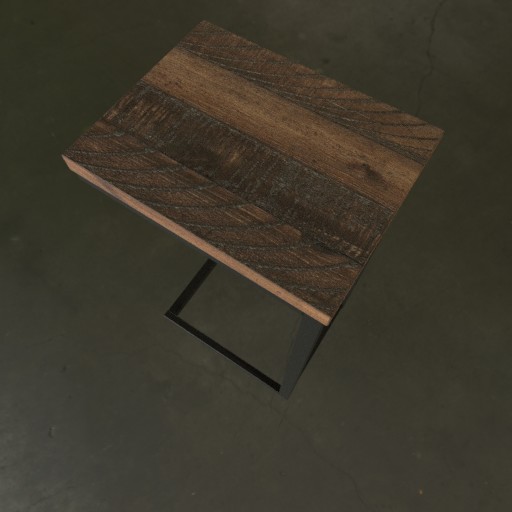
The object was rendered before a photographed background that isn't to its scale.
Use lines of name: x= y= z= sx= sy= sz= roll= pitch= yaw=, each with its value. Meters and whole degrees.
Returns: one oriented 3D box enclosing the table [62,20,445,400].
table: x=0.000 y=0.000 z=0.925 sx=0.414 sy=0.718 sz=0.323 roll=31 pitch=68 yaw=14
